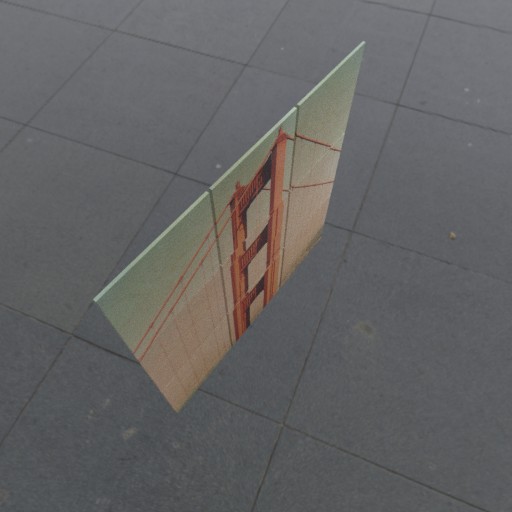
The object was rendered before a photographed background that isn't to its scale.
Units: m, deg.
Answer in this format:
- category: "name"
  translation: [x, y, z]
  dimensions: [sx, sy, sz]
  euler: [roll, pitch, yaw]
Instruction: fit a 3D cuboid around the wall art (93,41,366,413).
- category: "wall art"
  translation: [0.000, 0.000, 2.221]
  dimensions: [0.013, 1.523, 1.517]
  euler: [33, 65, 18]
